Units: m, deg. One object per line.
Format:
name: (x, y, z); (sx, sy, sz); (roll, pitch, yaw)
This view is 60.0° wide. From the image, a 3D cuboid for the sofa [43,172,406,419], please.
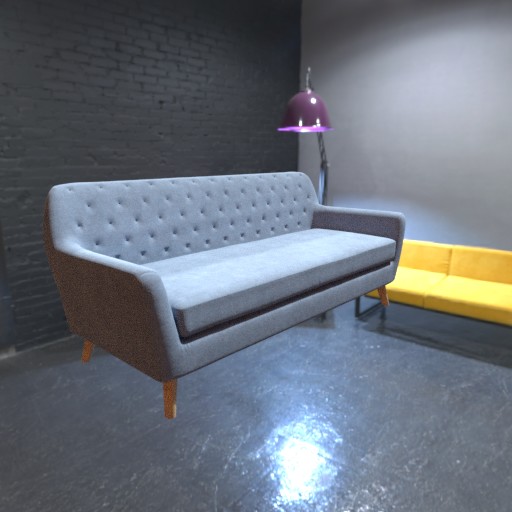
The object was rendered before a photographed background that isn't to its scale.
sofa: (0.000, 0.000, 2.413); (0.830, 0.830, 1.970); (12, 18, 42)
